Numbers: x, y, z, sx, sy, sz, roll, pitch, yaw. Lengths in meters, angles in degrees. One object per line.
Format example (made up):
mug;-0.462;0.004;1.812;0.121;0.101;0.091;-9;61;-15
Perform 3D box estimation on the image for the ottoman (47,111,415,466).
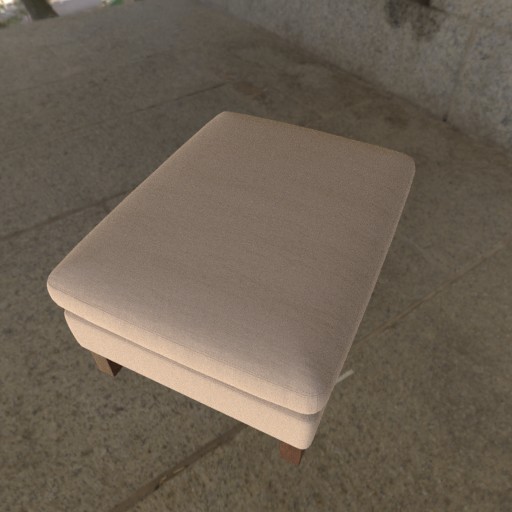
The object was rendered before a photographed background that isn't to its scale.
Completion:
ottoman;0.000;0.000;1.125;0.606;0.420;0.771;19;49;17
